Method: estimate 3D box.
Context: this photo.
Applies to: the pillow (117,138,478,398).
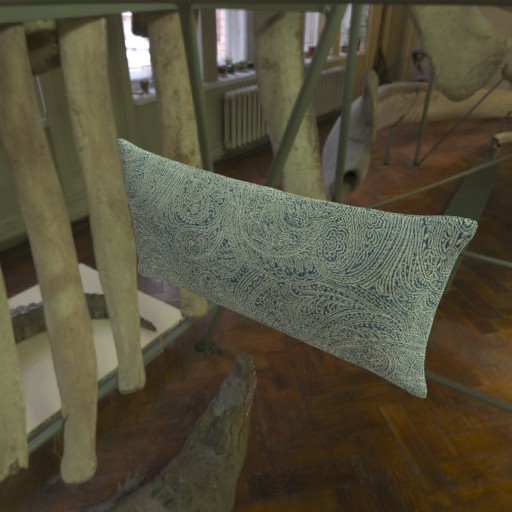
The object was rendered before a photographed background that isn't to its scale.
[{"bbox_3d":[0.000,0.000,0.730,0.615,0.295,0.151,19,36,29],"label":"pillow"}]
